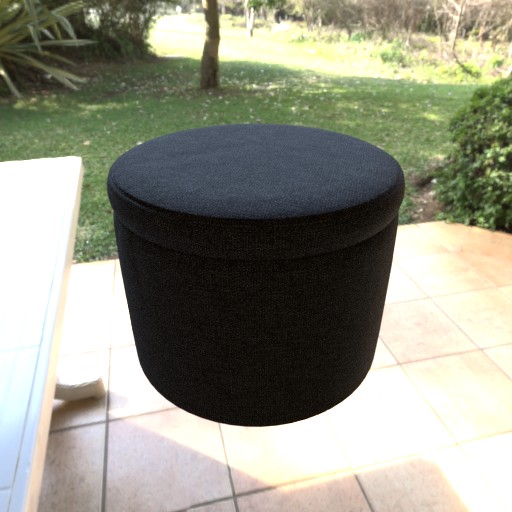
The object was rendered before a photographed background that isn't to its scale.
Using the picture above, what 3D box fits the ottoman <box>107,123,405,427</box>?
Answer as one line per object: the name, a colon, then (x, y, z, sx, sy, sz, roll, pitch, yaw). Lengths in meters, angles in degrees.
ottoman: (0.000, 0.000, 0.889, 0.520, 0.430, 0.520, 0, 31, 0)
